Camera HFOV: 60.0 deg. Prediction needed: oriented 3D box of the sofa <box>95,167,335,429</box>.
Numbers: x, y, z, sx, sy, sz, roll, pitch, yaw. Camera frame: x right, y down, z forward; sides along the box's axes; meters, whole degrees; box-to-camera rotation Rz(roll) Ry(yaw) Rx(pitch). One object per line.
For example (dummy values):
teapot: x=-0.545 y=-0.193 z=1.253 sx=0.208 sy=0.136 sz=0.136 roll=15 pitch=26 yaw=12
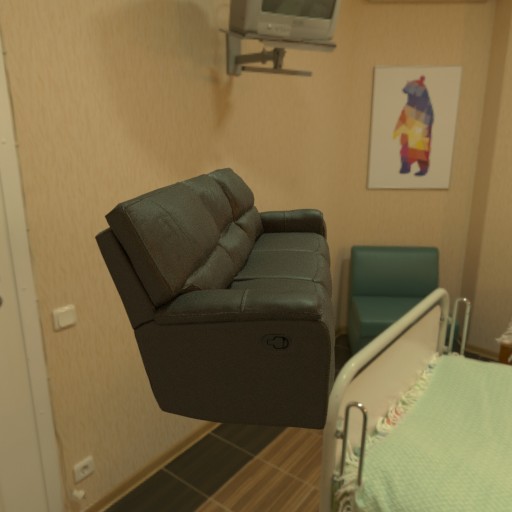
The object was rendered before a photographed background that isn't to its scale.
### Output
sofa: x=0.000 y=0.000 z=3.167 sx=1.104 sy=1.134 sz=2.627 roll=2 pitch=15 yaw=8
